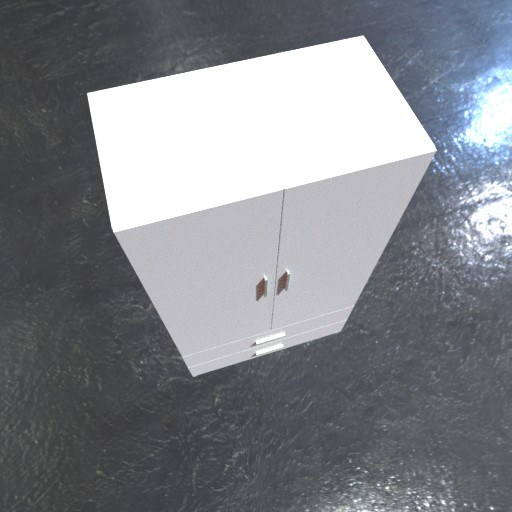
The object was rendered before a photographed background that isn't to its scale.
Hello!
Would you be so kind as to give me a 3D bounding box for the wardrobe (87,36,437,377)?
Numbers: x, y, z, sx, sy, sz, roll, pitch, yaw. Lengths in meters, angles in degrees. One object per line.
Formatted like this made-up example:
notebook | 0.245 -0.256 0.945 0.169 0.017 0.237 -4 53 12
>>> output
wardrobe | 0.000 0.000 2.201 0.991 1.808 0.577 -15 63 -8
